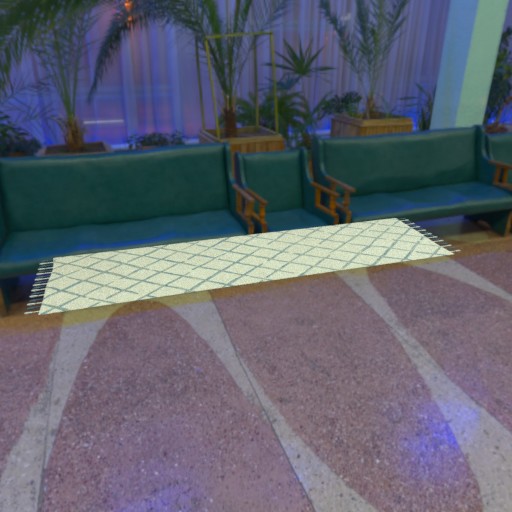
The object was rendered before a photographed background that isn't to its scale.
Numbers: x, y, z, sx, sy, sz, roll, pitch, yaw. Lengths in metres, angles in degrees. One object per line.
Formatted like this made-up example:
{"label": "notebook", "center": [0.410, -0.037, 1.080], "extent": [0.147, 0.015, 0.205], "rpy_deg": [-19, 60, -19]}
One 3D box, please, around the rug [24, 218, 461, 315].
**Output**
{"label": "rug", "center": [0.000, 0.000, 2.565], "extent": [2.372, 0.008, 0.620], "rpy_deg": [-7, 27, -15]}
